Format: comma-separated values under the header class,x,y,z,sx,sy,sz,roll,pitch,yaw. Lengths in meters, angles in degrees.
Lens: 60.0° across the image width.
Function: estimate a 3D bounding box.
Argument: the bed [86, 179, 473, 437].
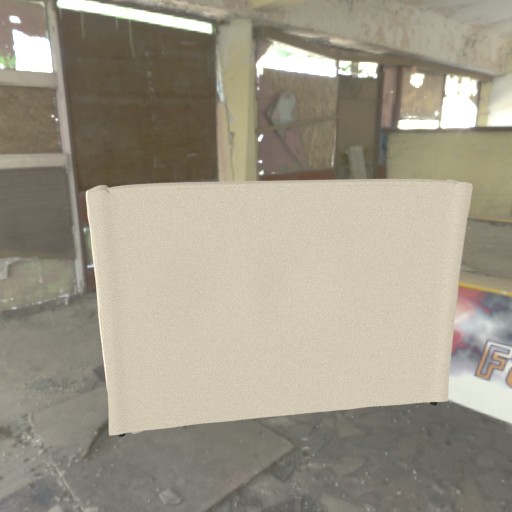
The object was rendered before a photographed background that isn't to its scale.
class,x,y,z,sx,sy,sz,roll,pitch,yaw
bed,0.000,0.000,3.355,1.925,1.332,2.276,-2,15,-9
